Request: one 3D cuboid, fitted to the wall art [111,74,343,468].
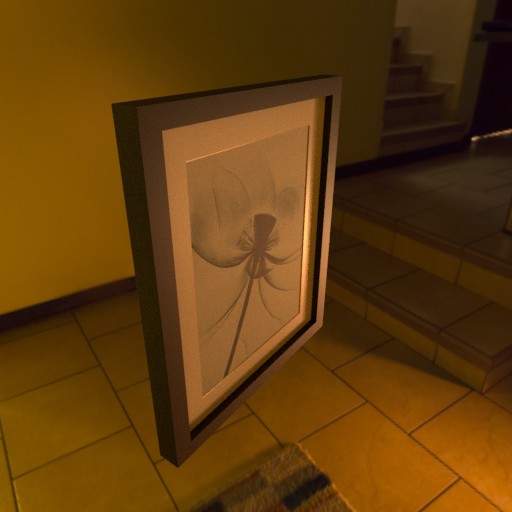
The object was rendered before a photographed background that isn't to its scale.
[{"bbox_3d":[0.000,0.000,0.530,0.029,0.381,0.330,18,32,32],"label":"wall art"}]
